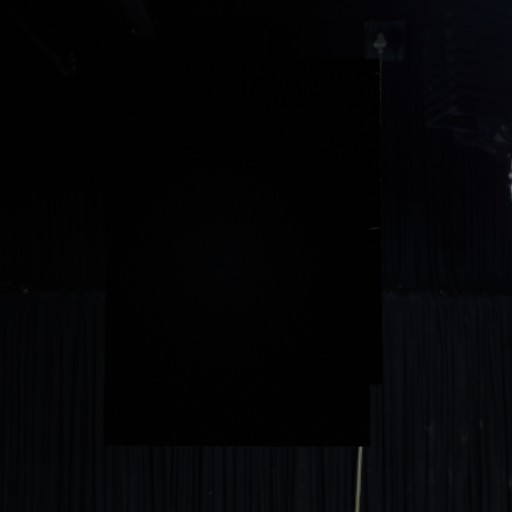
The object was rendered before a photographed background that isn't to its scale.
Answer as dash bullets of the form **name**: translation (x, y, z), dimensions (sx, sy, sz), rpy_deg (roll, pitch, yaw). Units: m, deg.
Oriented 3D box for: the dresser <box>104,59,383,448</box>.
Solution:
- **dresser**: translation (0.000, 0.000, 0.735), dimensions (0.360, 0.470, 0.400), rpy_deg (0, -2, 0)
